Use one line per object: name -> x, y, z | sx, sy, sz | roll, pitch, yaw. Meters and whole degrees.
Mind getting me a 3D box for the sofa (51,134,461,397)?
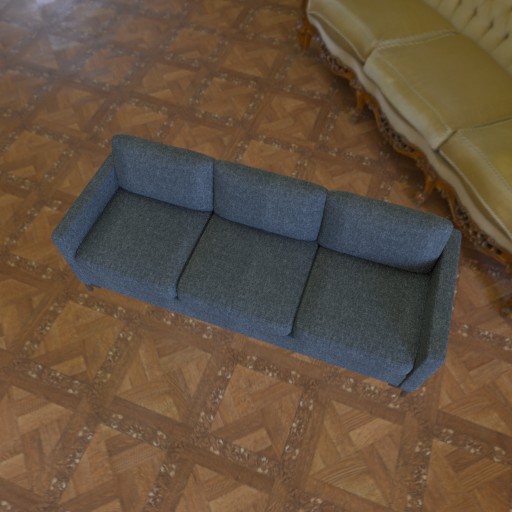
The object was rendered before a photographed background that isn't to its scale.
sofa -> 0.000, 0.000, 2.709 | 2.218, 0.874, 0.859 | 17, 59, 10
